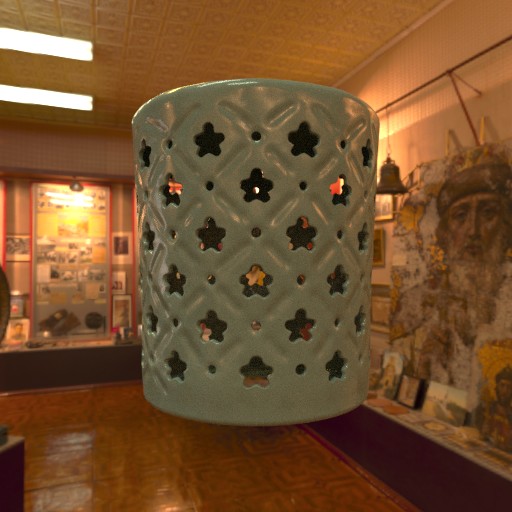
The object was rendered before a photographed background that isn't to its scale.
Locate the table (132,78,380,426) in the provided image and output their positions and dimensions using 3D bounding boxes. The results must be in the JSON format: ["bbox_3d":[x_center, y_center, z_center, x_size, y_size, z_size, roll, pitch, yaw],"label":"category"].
[{"bbox_3d":[0.000,0.000,0.648,0.352,0.387,0.352,0,-1,0],"label":"table"}]
